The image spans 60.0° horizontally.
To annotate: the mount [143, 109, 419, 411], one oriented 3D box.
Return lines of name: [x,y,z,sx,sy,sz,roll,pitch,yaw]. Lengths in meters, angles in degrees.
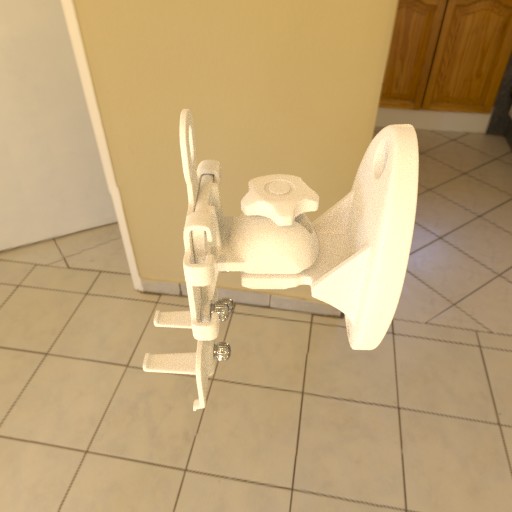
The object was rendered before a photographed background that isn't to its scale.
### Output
mount: [0.000,0.000,0.175,0.100,0.118,0.066,0,41,0]
